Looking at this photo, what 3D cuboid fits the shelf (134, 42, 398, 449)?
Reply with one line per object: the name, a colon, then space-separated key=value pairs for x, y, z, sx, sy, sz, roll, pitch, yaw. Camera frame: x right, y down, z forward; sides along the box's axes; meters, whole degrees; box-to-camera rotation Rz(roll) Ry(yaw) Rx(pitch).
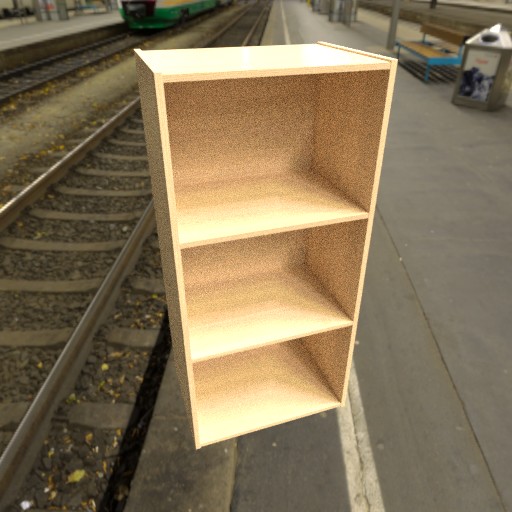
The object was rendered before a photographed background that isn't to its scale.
shelf: x=0.000 y=0.000 z=1.049 sx=0.417 sy=0.876 sz=0.292 roll=-10 pitch=33 yaw=-16
